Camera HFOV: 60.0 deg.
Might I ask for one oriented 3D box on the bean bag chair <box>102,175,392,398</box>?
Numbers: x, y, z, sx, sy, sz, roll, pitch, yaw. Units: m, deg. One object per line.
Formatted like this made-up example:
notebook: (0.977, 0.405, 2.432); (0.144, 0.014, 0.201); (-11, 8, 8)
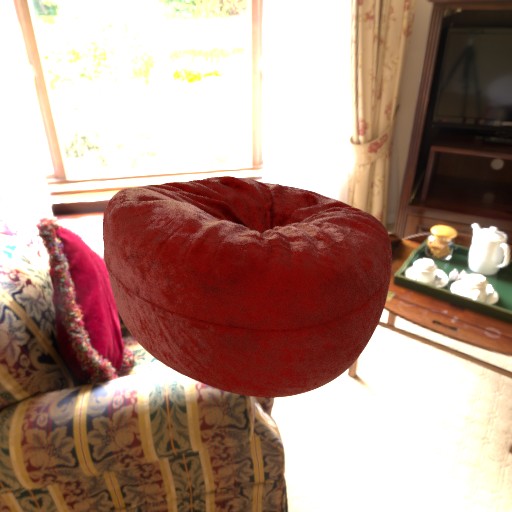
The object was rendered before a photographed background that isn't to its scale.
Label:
bean bag chair: (0.000, 0.000, 2.495); (1.524, 0.878, 1.524); (22, 36, 34)
